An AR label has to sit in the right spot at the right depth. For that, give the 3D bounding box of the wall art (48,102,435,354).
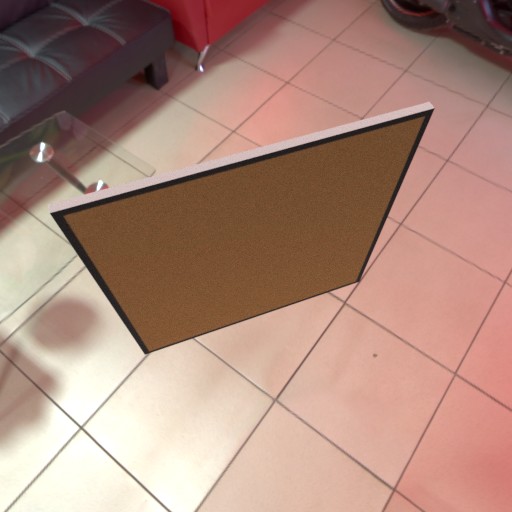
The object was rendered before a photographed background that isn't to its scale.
[{"bbox_3d":[0.000,0.000,1.224,0.805,0.803,0.022,-17,61,-10],"label":"wall art"}]
